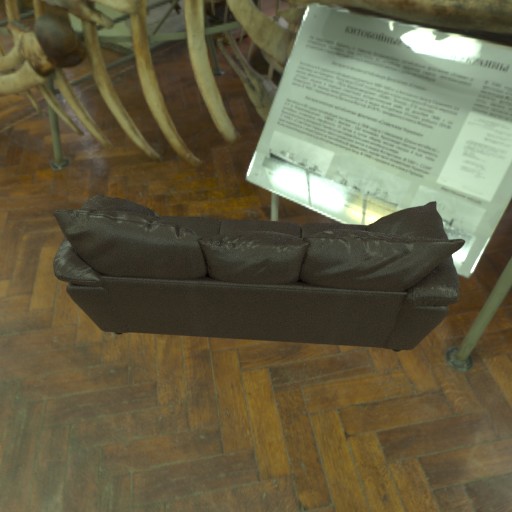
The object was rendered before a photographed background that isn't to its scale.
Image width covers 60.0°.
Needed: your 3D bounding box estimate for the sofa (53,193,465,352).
[{"bbox_3d":[0.000,0.000,2.887,2.390,1.091,0.907,3,46,3],"label":"sofa"}]
